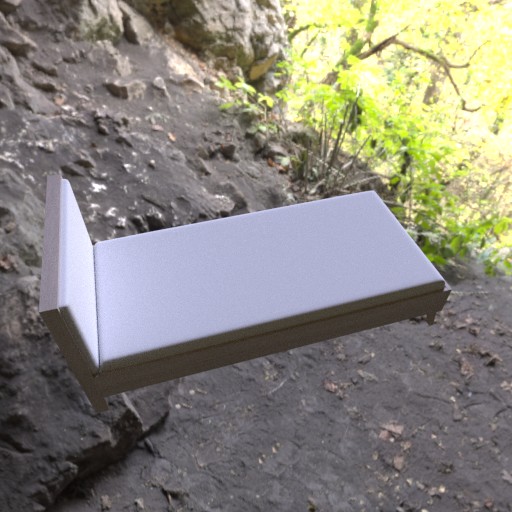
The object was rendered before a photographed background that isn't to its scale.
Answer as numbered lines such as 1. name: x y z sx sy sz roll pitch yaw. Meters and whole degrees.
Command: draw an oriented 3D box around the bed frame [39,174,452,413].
1. bed frame: 0.000 0.000 2.682 2.140 0.920 0.990 -12 47 -11
